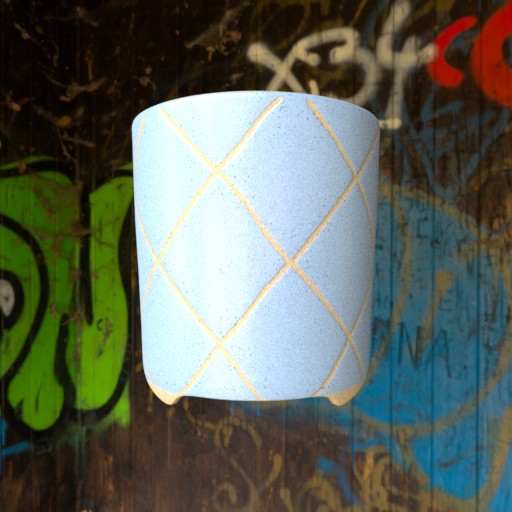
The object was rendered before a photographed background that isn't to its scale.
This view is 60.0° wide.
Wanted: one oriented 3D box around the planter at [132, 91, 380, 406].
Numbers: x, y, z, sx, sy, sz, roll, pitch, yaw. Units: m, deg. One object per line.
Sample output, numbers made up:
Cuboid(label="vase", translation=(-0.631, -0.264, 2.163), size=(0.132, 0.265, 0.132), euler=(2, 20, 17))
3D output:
Cuboid(label="planter", translation=(0.000, 0.000, 0.423), size=(0.227, 0.235, 0.227), euler=(0, 1, 0))
